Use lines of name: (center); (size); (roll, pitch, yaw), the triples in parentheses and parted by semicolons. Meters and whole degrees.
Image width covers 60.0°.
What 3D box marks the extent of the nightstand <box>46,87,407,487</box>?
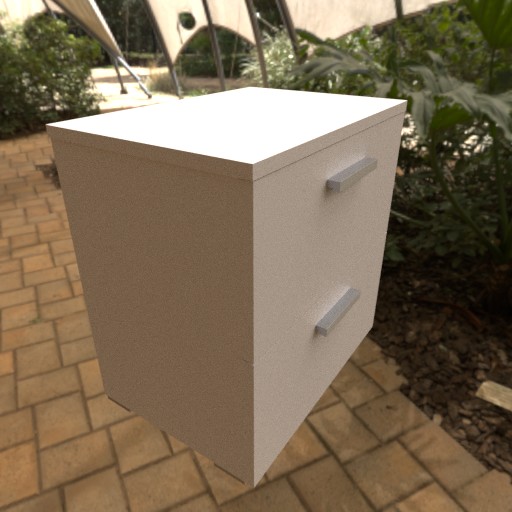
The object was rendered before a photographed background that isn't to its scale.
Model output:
nightstand: (0.000, 0.000, 0.732); (0.325, 0.460, 0.441); (17, 32, 30)
